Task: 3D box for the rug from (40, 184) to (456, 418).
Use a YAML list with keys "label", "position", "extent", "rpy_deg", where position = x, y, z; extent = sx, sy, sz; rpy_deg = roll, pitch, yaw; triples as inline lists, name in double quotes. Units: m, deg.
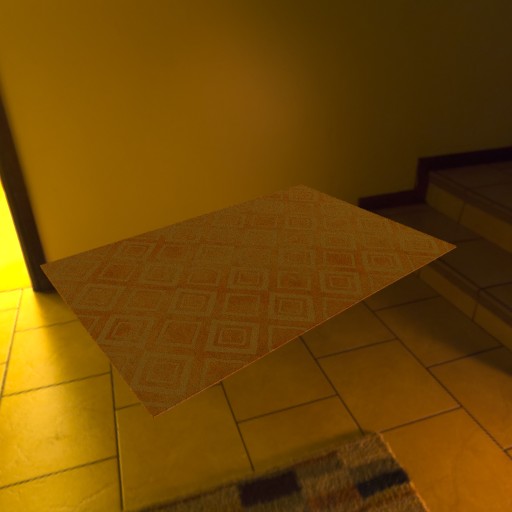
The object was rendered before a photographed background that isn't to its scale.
- label: "rug"
  position: [0.000, 0.000, 2.315]
  extent: [1.829, 0.010, 1.213]
  rpy_deg: [-22, 36, -33]
